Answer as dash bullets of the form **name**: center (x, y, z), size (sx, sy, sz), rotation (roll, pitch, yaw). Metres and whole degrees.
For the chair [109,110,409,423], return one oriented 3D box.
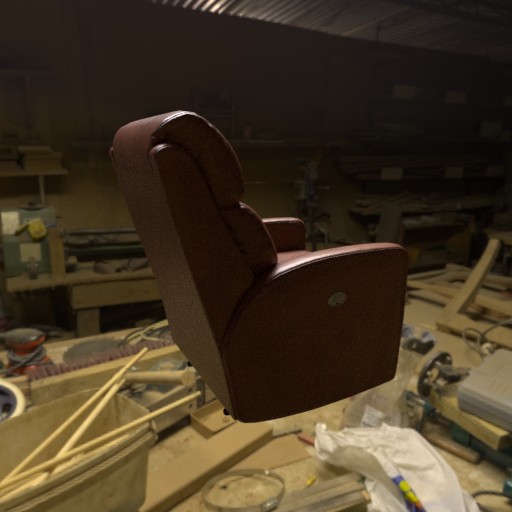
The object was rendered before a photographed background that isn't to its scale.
- **chair**: center (0.000, 0.000, 1.724), size (0.939, 1.016, 0.787), rotation (-7, 15, -26)
